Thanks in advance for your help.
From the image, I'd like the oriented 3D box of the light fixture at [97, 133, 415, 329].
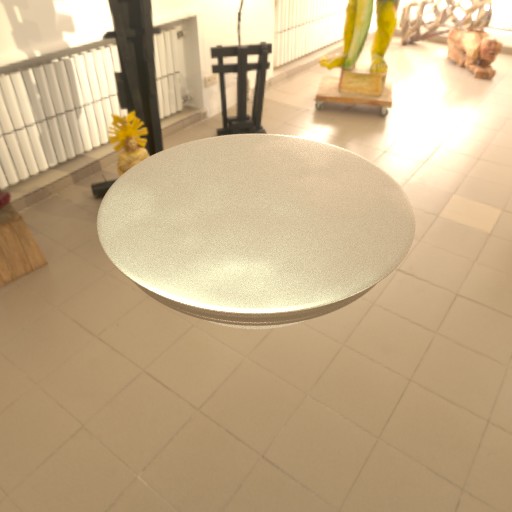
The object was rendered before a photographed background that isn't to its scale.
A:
[{"bbox_3d":[0.000,0.000,0.446,0.280,0.135,0.280,0,40,0],"label":"light fixture"}]
